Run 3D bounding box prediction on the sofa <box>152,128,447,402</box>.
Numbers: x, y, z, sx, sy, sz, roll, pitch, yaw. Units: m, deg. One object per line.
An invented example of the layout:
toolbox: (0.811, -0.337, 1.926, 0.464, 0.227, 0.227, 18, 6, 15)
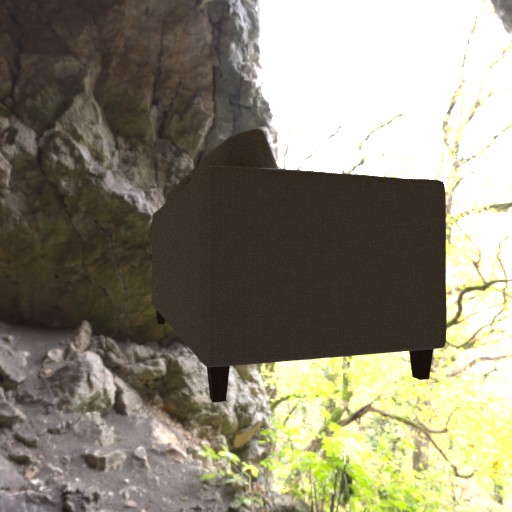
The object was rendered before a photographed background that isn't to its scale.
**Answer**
sofa: (0.000, 0.000, 2.393, 0.951, 0.947, 1.884, 0, 0, -18)
